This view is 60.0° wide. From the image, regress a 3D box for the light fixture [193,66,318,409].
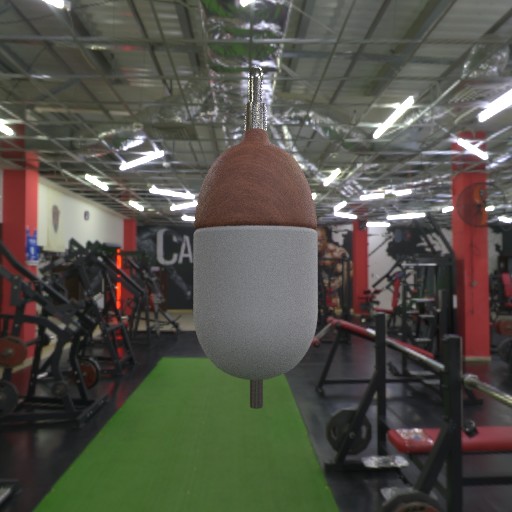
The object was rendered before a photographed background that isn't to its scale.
[{"bbox_3d":[0.000,0.000,0.439,0.108,0.343,0.216,0,-1,0],"label":"light fixture"}]
